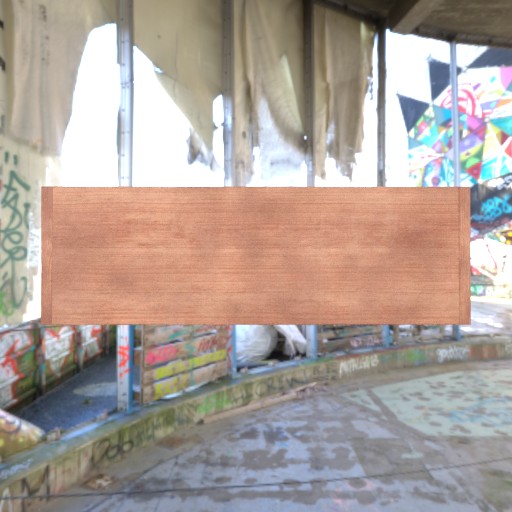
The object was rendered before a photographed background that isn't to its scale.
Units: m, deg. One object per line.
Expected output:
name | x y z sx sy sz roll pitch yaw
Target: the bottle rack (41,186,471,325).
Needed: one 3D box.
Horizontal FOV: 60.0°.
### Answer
bottle rack | 0.000 0.000 0.690 0.608 0.196 0.126 0 0 0
